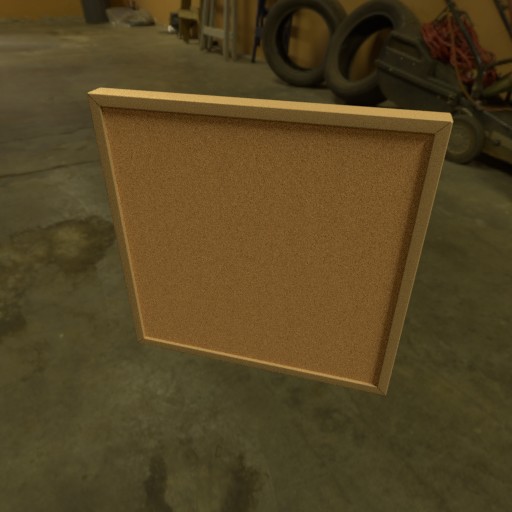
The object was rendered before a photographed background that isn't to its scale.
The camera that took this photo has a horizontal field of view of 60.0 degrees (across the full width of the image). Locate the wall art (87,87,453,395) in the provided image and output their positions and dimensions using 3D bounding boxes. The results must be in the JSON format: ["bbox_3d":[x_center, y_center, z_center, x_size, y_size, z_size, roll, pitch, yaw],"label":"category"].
[{"bbox_3d":[0.000,0.000,0.752,0.509,0.509,0.036,9,35,13],"label":"wall art"}]
